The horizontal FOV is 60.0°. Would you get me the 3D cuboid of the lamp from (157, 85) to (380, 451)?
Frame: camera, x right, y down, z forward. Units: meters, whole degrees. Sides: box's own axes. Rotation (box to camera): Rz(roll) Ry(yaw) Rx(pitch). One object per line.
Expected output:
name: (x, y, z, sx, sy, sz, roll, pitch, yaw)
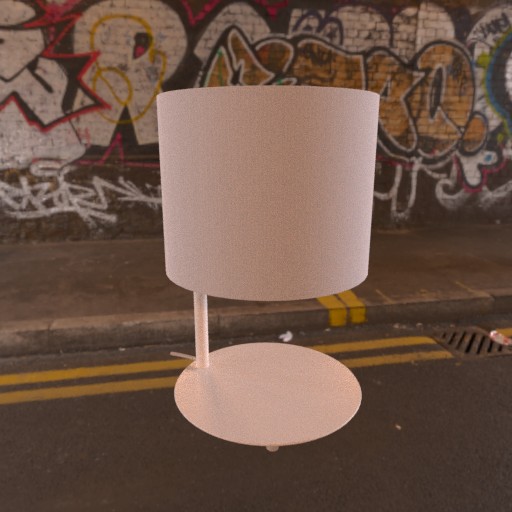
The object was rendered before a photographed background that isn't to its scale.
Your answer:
lamp: (0.000, 0.000, 0.676, 0.341, 0.454, 0.299, 8, 17, 26)
